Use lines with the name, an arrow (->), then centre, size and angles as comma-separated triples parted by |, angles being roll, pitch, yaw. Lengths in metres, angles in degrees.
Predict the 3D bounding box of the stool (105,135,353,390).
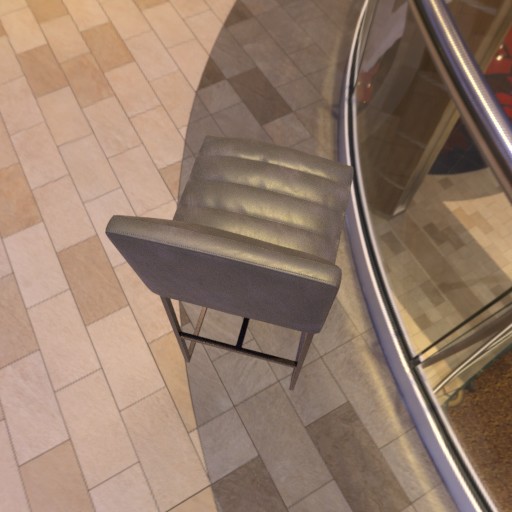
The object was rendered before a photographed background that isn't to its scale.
stool -> 0.000, 0.000, 1.366 | 0.463, 1.065, 0.562 | 13, 64, 6
